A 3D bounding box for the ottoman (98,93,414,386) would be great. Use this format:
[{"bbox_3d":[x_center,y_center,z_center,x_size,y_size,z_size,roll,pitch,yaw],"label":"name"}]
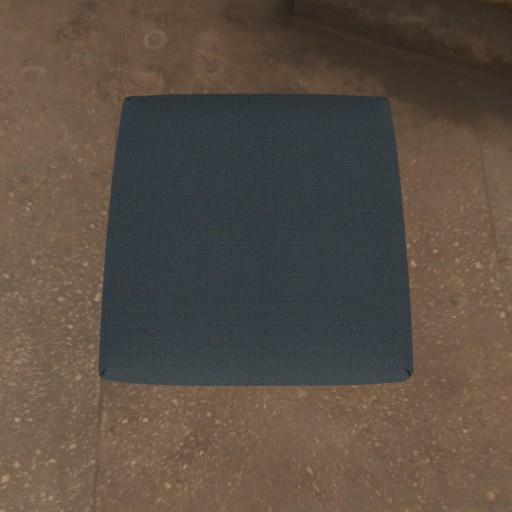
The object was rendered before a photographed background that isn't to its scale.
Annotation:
[{"bbox_3d":[0.000,0.000,0.917,0.497,0.475,0.507,1,75,0],"label":"ottoman"}]
